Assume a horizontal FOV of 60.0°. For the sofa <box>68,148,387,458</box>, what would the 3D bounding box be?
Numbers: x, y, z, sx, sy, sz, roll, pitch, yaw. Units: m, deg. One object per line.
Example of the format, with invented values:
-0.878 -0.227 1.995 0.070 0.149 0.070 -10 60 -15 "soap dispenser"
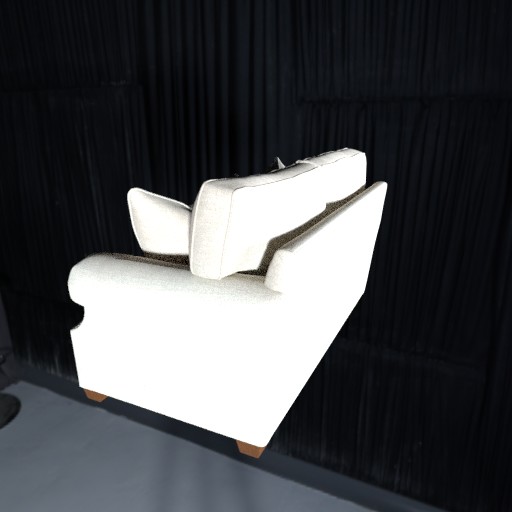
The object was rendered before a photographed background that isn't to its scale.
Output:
0.000 0.000 2.203 0.966 0.966 1.701 8 20 24 "sofa"
